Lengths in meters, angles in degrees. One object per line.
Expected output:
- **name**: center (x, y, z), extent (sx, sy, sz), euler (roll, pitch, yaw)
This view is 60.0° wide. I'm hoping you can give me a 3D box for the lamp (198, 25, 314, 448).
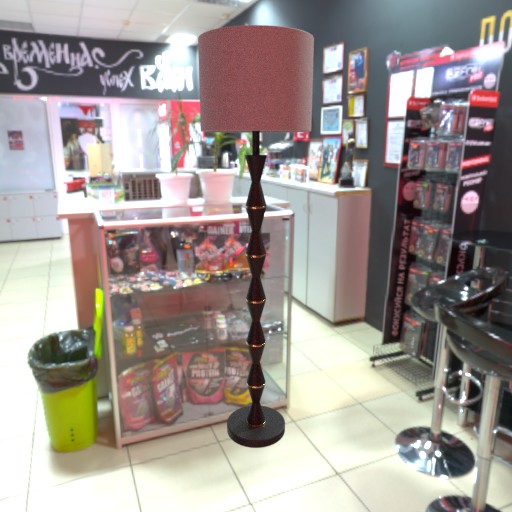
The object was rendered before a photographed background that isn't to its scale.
- **lamp**: center (0.000, 0.000, 1.652), extent (0.381, 1.480, 0.381), euler (2, 15, 9)
